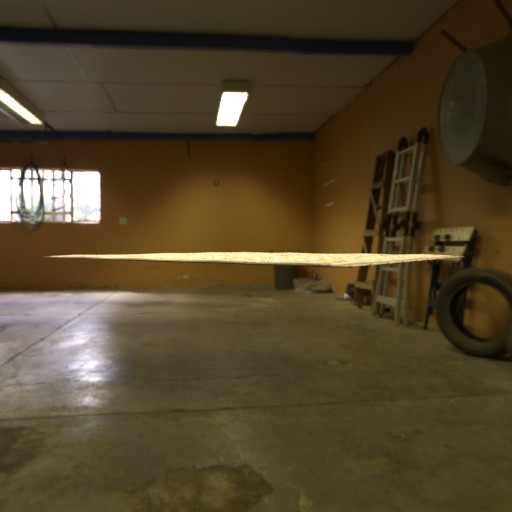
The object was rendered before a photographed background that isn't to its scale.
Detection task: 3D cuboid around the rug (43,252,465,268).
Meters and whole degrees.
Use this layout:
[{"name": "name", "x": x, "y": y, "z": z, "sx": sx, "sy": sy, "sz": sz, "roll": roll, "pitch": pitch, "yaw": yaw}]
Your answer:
[{"name": "rug", "x": 0.000, "y": 0.000, "z": 4.078, "sx": 3.061, "sy": 0.034, "sz": 2.426, "roll": 1, "pitch": 2, "yaw": 37}]
